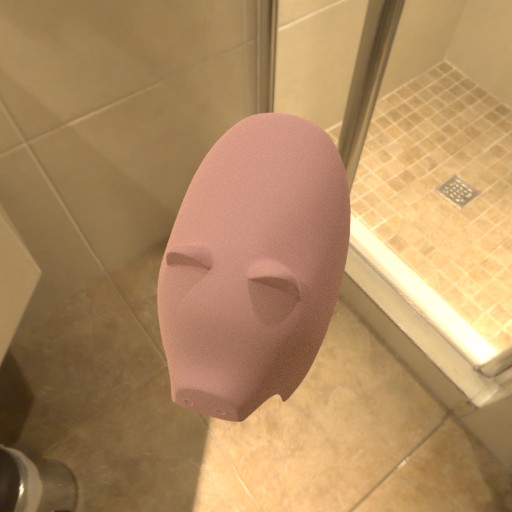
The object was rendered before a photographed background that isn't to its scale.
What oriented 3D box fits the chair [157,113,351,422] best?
[{"bbox_3d":[0.000,0.000,0.880,0.364,0.423,0.619,14,60,8],"label":"chair"}]
